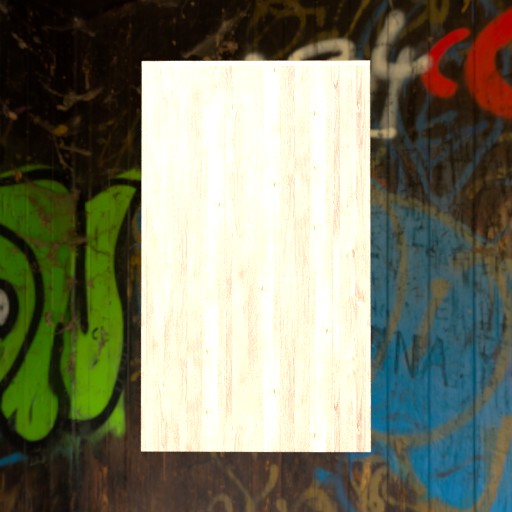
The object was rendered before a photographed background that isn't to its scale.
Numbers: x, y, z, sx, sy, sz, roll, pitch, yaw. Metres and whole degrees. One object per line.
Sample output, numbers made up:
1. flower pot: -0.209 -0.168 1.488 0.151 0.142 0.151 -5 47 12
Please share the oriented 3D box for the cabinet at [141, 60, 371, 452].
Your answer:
1. cabinet: 0.000 0.000 1.577 0.750 1.280 0.250 0 0 0
